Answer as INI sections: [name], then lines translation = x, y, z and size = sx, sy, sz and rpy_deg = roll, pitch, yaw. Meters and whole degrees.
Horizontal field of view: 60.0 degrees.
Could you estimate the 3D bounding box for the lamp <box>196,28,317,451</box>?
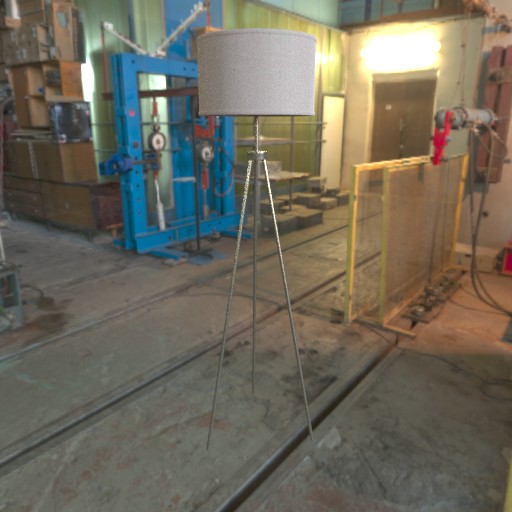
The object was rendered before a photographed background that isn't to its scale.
[lamp]
translation = 0.000, 0.000, 1.752
size = 0.449, 1.545, 0.460
rpy_deg = -2, 17, -7
